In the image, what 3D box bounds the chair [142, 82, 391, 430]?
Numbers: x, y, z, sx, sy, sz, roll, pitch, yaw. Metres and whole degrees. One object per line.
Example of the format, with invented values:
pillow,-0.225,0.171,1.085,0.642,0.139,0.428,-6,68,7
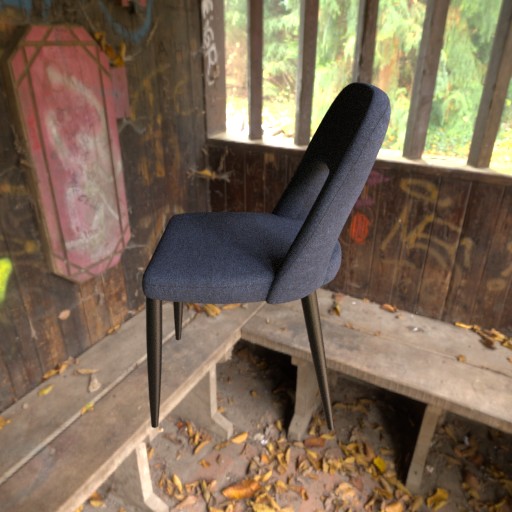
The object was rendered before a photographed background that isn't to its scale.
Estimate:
chair,0.000,0.000,1.284,0.612,0.931,0.470,0,27,1
